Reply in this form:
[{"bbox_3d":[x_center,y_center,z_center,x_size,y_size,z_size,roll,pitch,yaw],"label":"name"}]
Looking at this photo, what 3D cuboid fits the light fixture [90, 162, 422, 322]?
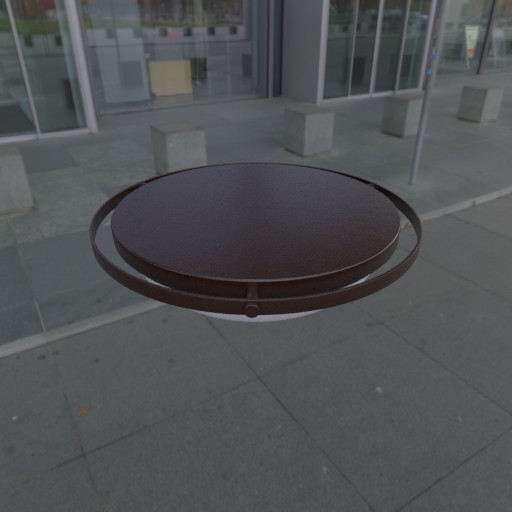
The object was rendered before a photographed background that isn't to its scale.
[{"bbox_3d":[0.000,0.000,0.534,0.361,0.130,0.361,0,29,0],"label":"light fixture"}]
